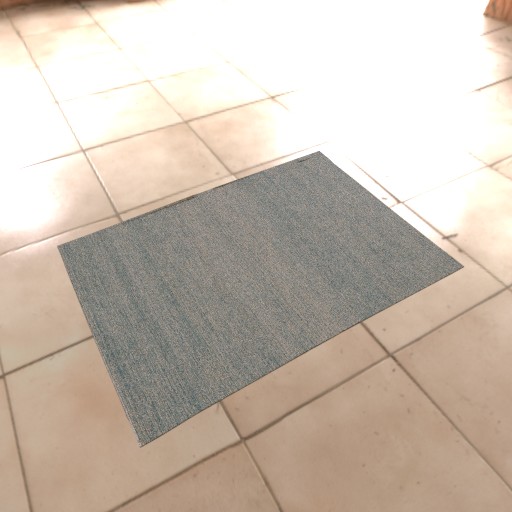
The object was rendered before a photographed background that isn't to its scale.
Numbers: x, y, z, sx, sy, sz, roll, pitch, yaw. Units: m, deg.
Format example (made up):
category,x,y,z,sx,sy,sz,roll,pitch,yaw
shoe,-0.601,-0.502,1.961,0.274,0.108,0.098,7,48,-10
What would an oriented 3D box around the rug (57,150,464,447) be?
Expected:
category,x,y,z,sx,sy,sz,roll,pitch,yaw
rug,0.000,0.000,3.043,2.306,0.030,1.613,-24,51,-20
